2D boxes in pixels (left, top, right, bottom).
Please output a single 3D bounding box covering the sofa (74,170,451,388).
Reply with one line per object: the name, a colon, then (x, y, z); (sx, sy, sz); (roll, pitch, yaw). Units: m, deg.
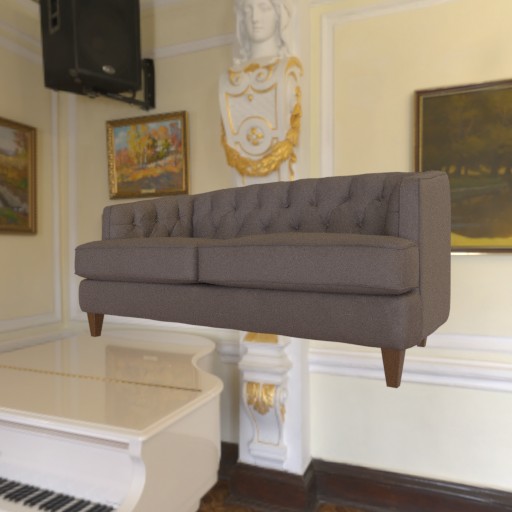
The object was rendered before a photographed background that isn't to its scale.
sofa: (0.000, 0.000, 2.204); (1.733, 0.855, 0.941); (0, 0, 34)
